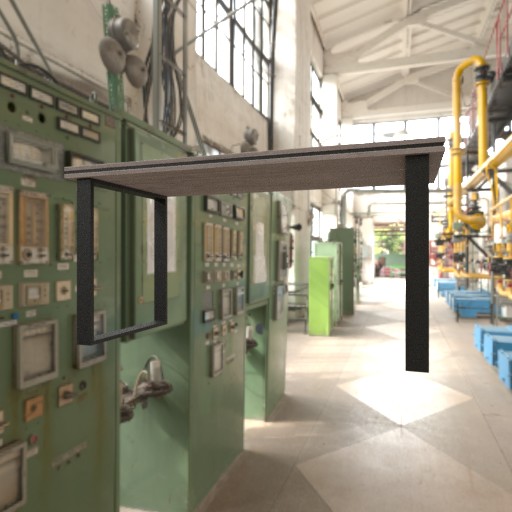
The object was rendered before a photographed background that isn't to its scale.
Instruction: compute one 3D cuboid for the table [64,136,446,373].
[{"bbox_3d":[0.000,0.000,2.327,1.778,0.899,0.795,0,0,19],"label":"table"}]
